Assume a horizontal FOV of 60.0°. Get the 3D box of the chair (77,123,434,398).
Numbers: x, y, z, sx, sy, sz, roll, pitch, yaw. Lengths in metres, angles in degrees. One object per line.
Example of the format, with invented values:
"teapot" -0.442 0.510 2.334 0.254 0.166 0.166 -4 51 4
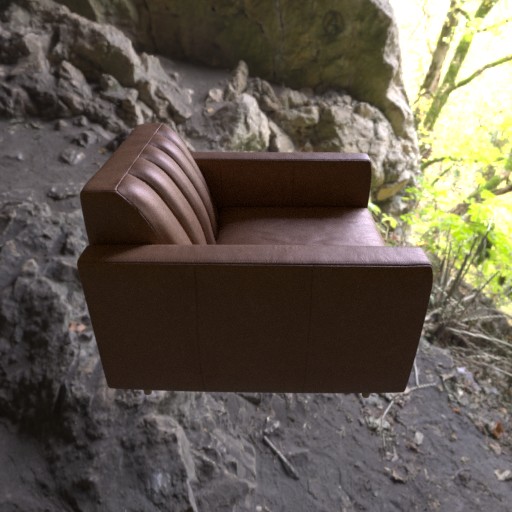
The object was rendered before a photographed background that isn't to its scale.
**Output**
"chair" 0.000 0.000 1.671 0.998 0.819 0.953 1 32 1
